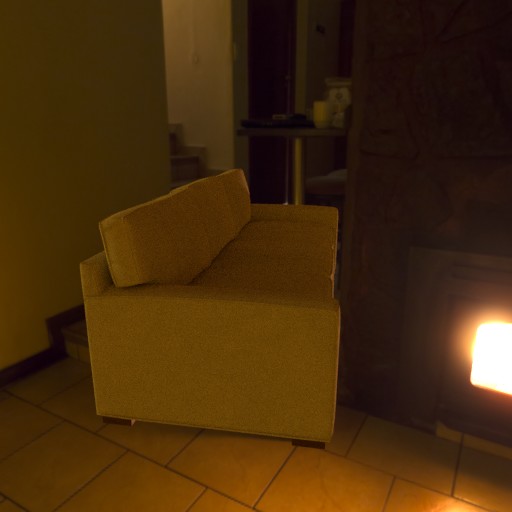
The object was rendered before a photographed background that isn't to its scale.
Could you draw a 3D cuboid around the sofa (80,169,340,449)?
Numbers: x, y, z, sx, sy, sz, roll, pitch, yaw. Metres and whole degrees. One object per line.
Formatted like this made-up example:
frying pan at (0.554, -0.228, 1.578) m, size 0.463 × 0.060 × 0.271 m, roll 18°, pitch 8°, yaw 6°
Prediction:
sofa at (0.000, 0.000, 2.559) m, size 0.936 × 0.862 × 2.093 m, roll 3°, pitch 16°, yaw 10°
